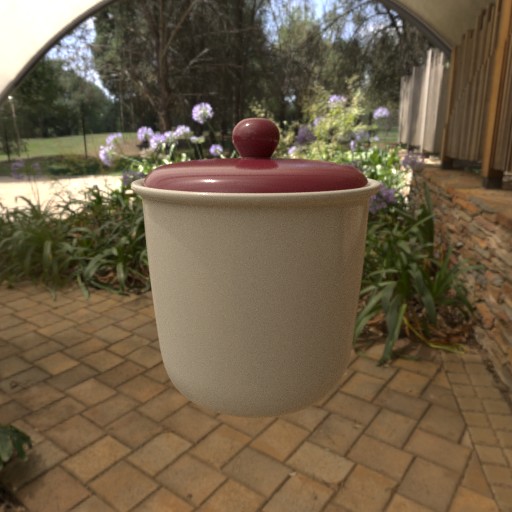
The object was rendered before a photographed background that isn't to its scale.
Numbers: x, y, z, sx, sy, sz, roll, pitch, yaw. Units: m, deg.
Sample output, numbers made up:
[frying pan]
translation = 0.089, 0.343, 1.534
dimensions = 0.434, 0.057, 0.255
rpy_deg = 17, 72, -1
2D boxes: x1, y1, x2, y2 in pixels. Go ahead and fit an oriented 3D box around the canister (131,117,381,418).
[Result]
[canister]
translation = 0.000, 0.000, 0.348
dimensions = 0.182, 0.208, 0.182
rpy_deg = 0, 15, 0
